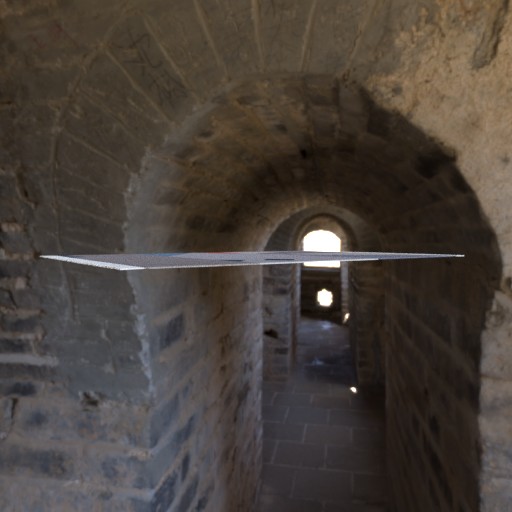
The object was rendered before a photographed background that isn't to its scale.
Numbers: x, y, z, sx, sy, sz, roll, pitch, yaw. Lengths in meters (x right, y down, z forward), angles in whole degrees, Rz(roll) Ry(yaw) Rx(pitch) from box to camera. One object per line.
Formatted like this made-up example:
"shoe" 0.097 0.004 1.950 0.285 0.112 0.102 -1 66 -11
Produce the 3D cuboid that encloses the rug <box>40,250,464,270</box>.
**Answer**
"rug" 0.000 0.000 2.279 1.828 0.005 1.220 -2 3 -36
